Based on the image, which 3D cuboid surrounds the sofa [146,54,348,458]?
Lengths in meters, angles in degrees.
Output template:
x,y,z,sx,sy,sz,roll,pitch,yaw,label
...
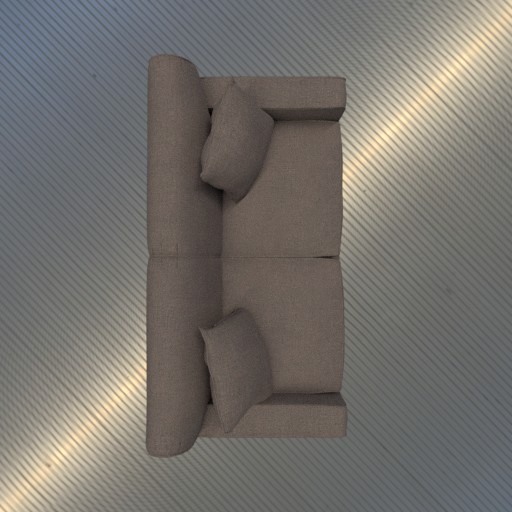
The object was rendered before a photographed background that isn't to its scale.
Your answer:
x,y,z,sx,sy,sz,roll,pitch,yaw,label
0.000,0.000,2.410,1.000,0.958,1.846,0,89,0,sofa
